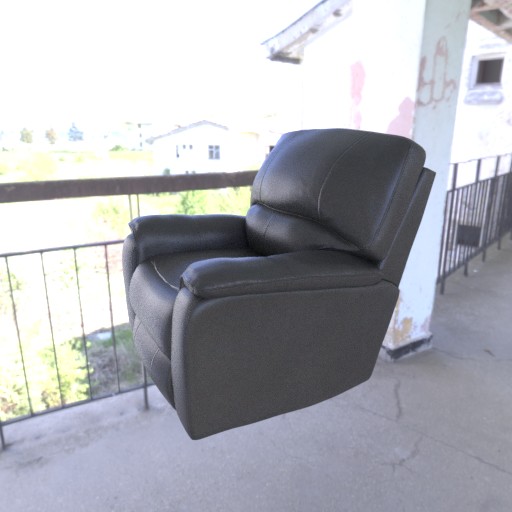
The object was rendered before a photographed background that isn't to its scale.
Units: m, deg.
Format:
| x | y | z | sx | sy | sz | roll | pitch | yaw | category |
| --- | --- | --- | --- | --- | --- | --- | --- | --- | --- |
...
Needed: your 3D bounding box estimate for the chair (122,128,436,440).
| x | y | z | sx | sy | sz | roll | pitch | yaw | category |
| --- | --- | --- | --- | --- | --- | --- | --- | --- | --- |
| 0.000 | 0.000 | 2.001 | 1.087 | 1.109 | 1.096 | -8 | 18 | -26 | chair |
